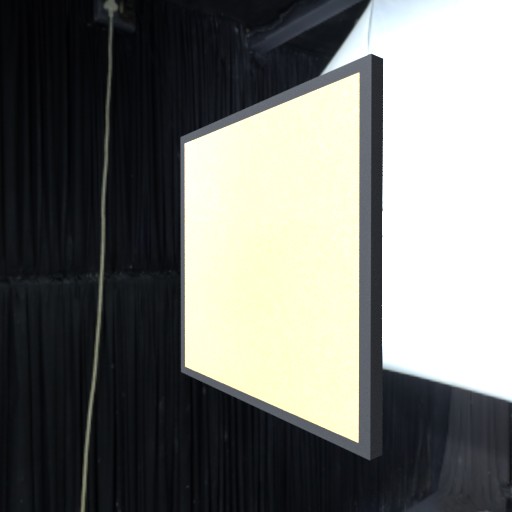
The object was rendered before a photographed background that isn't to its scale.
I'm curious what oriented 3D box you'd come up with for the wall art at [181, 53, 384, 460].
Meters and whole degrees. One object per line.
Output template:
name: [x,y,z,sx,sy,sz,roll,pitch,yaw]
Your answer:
wall art: [0.000,0.000,1.143,0.037,0.760,0.762,0,1,-37]
